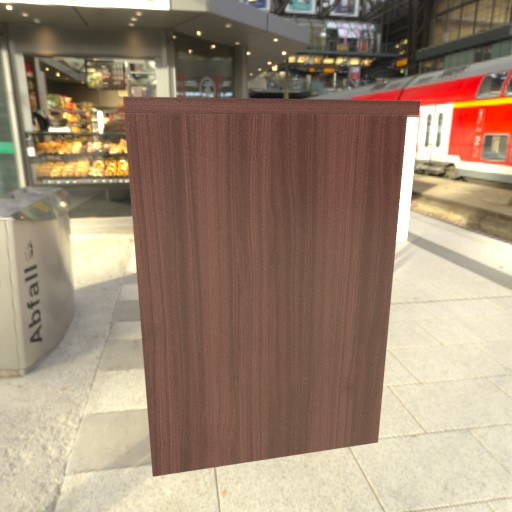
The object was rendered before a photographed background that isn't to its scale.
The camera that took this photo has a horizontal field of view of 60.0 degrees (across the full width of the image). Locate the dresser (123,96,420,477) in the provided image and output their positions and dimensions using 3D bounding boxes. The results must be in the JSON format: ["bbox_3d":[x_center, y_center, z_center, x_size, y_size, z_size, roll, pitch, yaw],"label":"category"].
[{"bbox_3d":[0.000,0.000,0.738,0.360,0.470,0.400,-3,16,-11],"label":"dresser"}]
